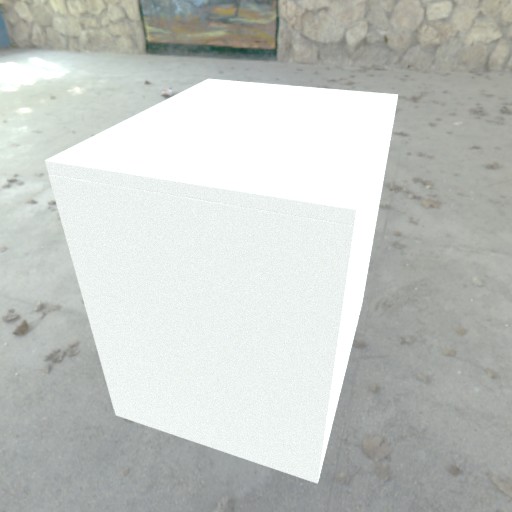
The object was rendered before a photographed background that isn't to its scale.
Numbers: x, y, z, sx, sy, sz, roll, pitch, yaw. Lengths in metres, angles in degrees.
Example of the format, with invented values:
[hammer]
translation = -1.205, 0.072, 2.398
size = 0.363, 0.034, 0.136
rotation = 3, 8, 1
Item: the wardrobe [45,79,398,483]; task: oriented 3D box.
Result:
[wardrobe]
translation = 0.000, 0.000, 0.854
size = 0.400, 0.520, 0.500
rotation = 11, 35, 16
